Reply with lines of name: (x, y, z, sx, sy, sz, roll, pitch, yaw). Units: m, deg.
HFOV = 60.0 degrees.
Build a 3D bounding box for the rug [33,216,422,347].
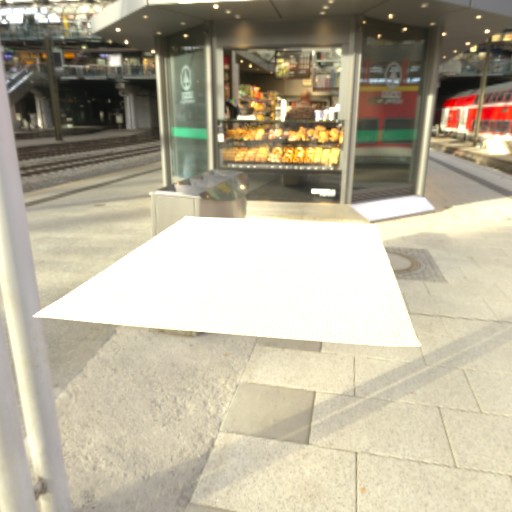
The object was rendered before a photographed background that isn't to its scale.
rug: (0.000, 0.000, 3.877, 2.277, 0.035, 2.897, 3, 18, 10)
